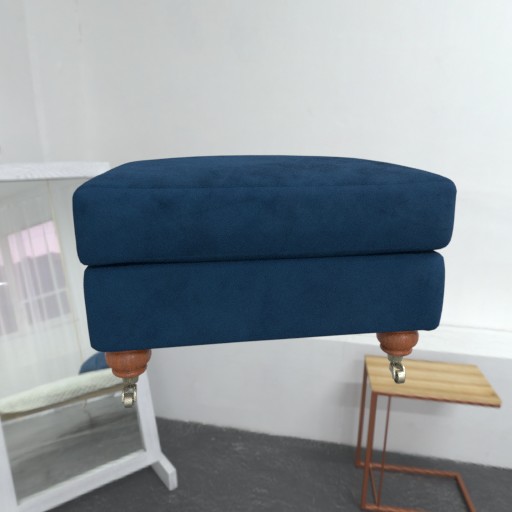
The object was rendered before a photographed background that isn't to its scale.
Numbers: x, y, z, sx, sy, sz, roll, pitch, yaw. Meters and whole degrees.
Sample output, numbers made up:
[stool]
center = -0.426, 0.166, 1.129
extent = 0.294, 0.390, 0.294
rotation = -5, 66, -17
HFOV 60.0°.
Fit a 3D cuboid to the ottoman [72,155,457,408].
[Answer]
[ottoman]
center = 0.000, 0.000, 1.148
extent = 0.773, 0.503, 0.572
rotation = -2, 16, -9
